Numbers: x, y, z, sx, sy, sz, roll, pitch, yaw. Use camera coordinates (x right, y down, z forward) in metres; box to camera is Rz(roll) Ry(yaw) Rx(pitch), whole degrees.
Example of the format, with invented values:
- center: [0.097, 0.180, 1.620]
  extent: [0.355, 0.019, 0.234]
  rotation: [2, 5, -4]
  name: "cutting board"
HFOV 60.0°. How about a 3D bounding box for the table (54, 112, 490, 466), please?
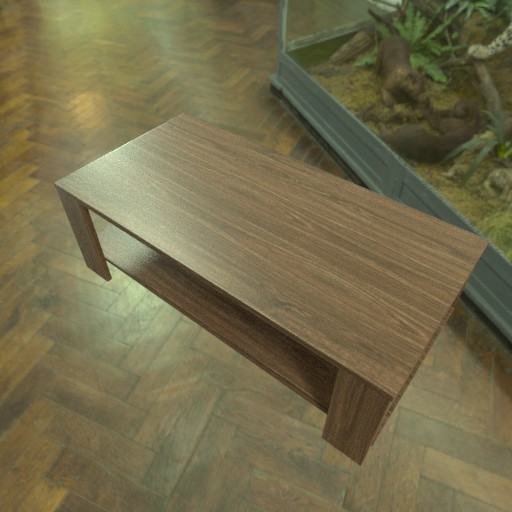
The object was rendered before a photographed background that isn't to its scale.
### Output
- center: [0.000, 0.000, 1.484]
  extent: [1.200, 0.400, 0.600]
  rotation: [29, 52, 26]
  name: "table"
